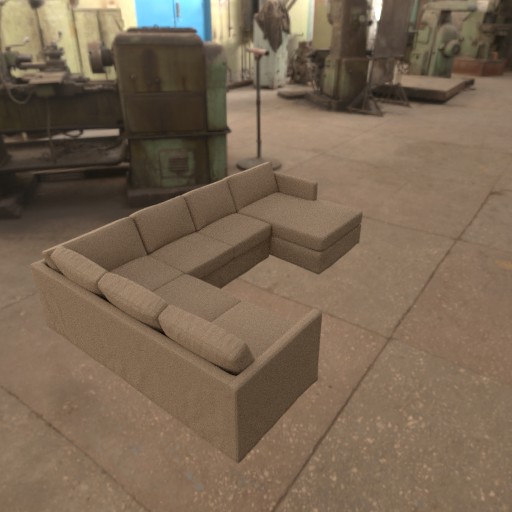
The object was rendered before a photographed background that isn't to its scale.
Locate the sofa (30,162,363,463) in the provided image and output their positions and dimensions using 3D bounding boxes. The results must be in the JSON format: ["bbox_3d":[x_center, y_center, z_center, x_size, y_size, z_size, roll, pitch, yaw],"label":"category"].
[{"bbox_3d":[0.000,0.000,4.588,2.427,0.882,3.460,21,35,33],"label":"sofa"}]
